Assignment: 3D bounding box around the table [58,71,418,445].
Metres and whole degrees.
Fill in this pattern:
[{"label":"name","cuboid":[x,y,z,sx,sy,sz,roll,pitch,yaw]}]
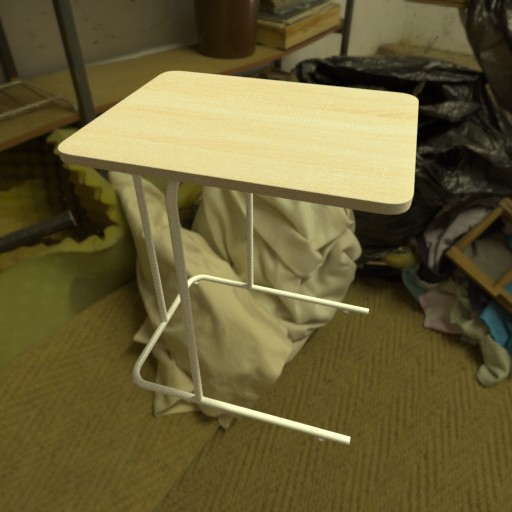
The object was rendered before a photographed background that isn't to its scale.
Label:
[{"label":"table","cuboid":[0.000,0.000,0.863,0.480,0.550,0.370,11,41,13]}]
